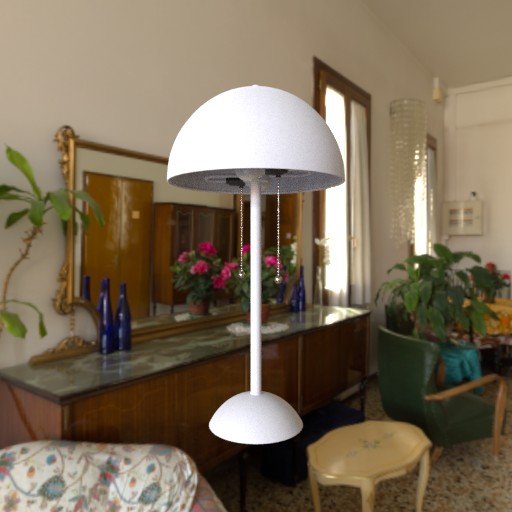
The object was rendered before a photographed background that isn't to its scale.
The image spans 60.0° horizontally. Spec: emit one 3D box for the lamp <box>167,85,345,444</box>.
[{"bbox_3d":[0.000,0.000,0.434,0.171,0.330,0.171,0,1,0],"label":"lamp"}]
